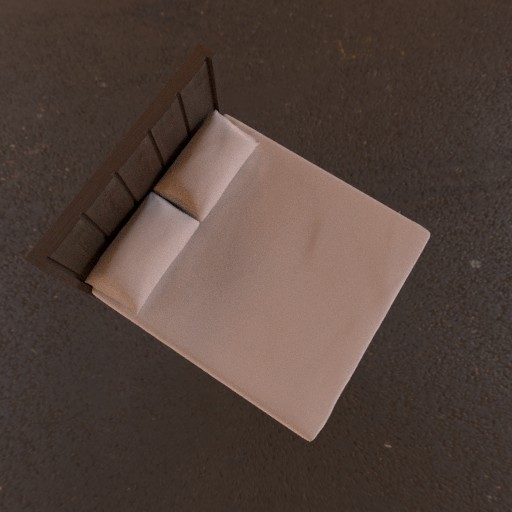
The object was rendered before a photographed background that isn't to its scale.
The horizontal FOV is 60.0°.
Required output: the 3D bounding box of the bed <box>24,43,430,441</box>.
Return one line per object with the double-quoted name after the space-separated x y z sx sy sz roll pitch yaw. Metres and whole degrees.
0.000 0.000 3.154 1.992 1.261 1.735 32 77 8 "bed"
